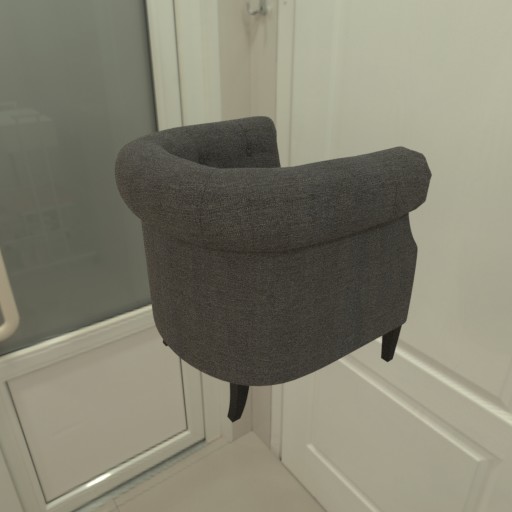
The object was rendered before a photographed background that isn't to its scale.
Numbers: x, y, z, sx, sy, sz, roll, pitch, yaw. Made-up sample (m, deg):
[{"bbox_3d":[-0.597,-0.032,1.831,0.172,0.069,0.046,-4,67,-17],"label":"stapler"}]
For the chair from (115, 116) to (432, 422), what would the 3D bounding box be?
[{"bbox_3d":[0.000,0.000,1.576,0.852,0.827,0.905,-18,32,-32],"label":"chair"}]
